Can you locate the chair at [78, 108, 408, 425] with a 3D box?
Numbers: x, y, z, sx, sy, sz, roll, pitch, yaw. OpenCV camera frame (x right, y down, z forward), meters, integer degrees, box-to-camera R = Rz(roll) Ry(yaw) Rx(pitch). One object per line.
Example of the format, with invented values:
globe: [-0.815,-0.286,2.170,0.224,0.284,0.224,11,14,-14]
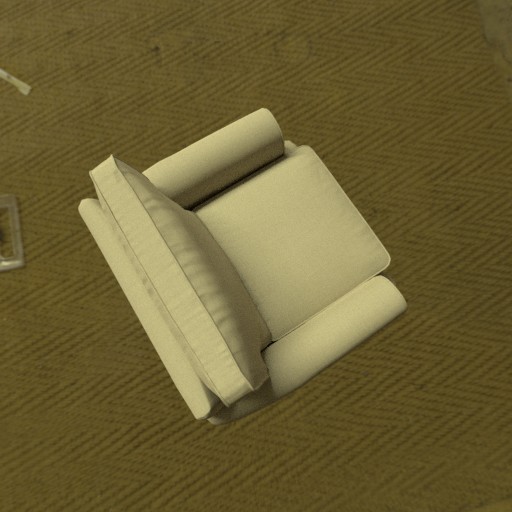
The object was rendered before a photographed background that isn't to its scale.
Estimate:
chair: [0.000,0.000,1.792,0.966,0.967,1.029,-32,78,-7]
